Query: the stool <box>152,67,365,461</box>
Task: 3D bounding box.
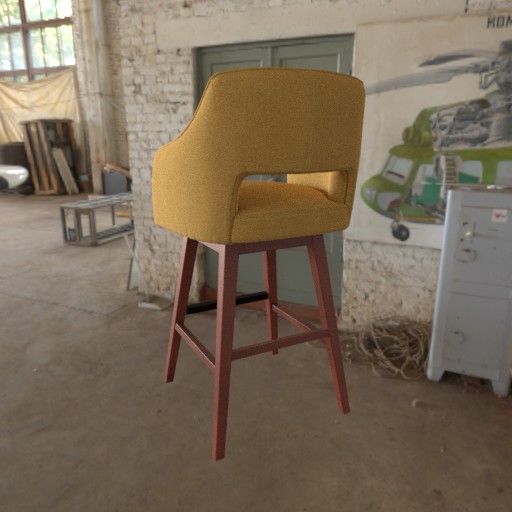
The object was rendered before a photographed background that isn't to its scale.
[{"bbox_3d":[0.000,0.000,1.368,0.548,1.012,0.558,-8,17,-27],"label":"stool"}]
